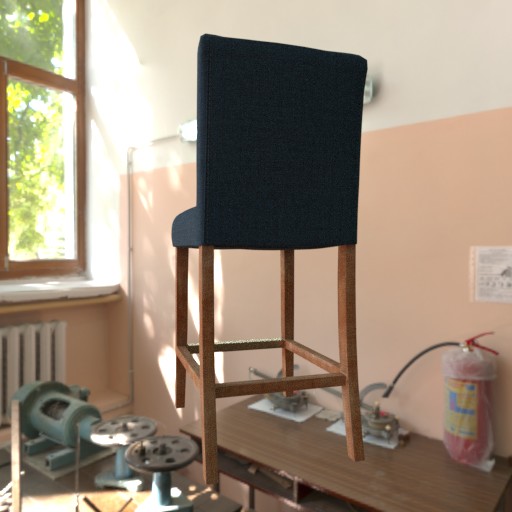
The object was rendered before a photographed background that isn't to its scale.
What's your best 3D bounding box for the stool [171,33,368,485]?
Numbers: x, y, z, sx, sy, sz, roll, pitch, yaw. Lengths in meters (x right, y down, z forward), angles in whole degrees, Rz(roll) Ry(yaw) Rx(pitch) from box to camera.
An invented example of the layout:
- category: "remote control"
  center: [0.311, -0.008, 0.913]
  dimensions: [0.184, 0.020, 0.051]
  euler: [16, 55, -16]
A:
- category: "stool"
  center: [0.000, 0.000, 1.327]
  dimensions: [0.454, 1.039, 0.567]
  euler: [0, 1, -17]
